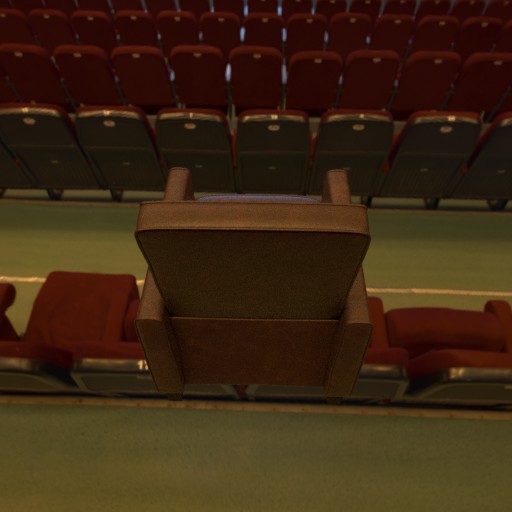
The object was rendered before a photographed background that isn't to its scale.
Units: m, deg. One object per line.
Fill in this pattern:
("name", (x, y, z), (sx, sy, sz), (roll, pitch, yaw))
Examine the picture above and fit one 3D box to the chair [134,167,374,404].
("chair", (0.000, 0.000, 1.537), (0.705, 1.013, 0.746), (1, 48, 1))
